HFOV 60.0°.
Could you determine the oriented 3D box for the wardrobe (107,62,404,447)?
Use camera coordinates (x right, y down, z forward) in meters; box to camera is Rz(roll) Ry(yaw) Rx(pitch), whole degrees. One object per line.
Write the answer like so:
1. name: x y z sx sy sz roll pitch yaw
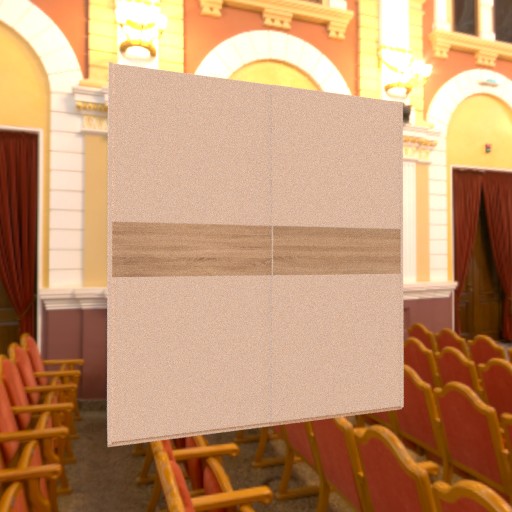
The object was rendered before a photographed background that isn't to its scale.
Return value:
1. wardrobe: 0.000 0.000 2.887 1.830 2.020 0.600 0 0 -19
